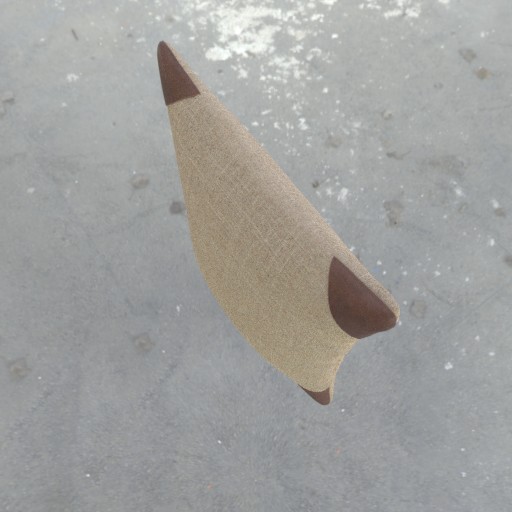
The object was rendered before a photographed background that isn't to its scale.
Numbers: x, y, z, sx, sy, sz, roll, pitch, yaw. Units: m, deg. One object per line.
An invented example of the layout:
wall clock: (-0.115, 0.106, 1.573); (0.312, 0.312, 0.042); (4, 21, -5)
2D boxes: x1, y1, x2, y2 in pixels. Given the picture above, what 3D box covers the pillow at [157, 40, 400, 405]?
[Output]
pillow: (0.000, 0.000, 0.656); (0.147, 0.448, 0.437); (-32, 67, -15)
